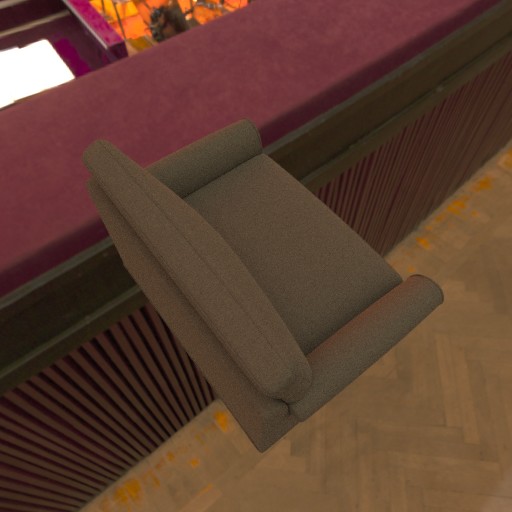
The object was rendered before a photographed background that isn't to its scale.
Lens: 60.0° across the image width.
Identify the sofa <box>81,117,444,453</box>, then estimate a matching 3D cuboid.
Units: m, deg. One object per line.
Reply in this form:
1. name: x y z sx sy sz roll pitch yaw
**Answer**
1. sofa: 0.000 0.000 2.061 0.940 0.953 1.410 -33 63 -19
